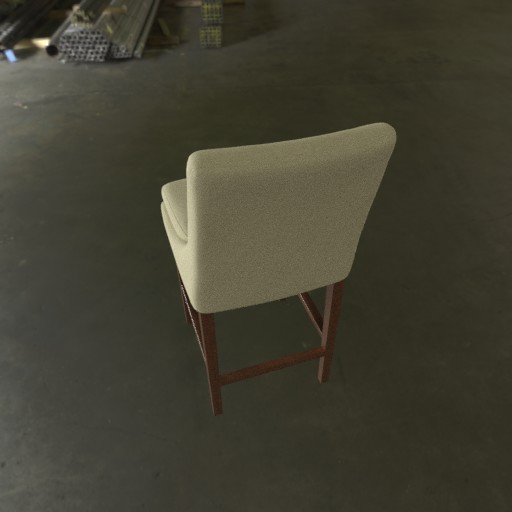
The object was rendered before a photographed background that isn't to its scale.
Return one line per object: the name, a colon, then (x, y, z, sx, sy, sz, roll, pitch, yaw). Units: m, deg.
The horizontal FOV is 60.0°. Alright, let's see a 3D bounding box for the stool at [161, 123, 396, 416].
stool: (0.000, 0.000, 1.318, 0.470, 0.981, 0.577, -13, 43, -14)
